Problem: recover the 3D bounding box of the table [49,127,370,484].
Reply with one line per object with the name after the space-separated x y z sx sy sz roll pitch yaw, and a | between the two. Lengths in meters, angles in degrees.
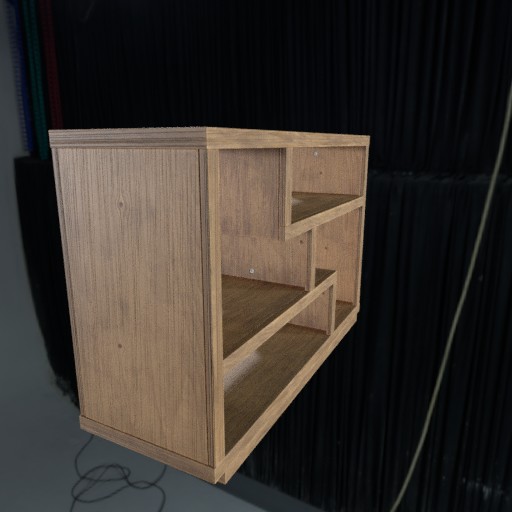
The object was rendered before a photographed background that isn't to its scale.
0.000 0.000 1.450 0.410 0.771 1.151 7 16 27 | table
